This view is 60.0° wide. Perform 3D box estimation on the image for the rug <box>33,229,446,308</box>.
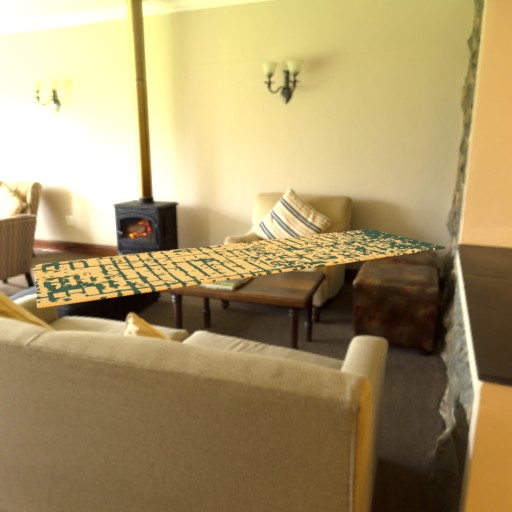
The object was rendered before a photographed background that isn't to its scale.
[{"bbox_3d":[0.000,0.000,2.710,2.435,0.011,0.750,-7,16,-26],"label":"rug"}]
